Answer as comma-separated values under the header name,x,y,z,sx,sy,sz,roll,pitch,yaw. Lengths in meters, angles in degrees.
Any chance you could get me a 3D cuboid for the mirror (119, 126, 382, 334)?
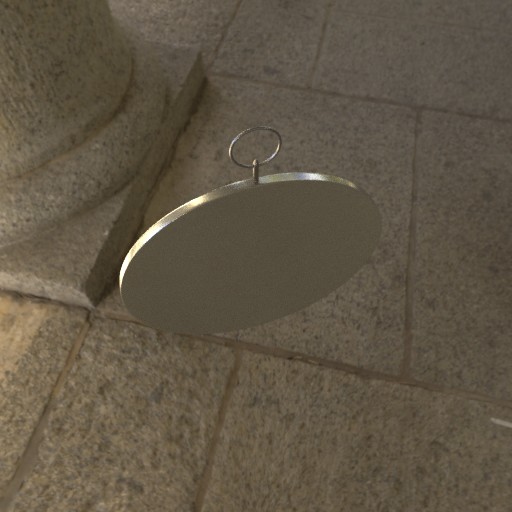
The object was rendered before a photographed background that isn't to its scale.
name,x,y,z,sx,sy,sz,roll,pitch,yaw
mirror,0.000,0.000,0.955,0.594,0.713,0.020,-14,59,-9
